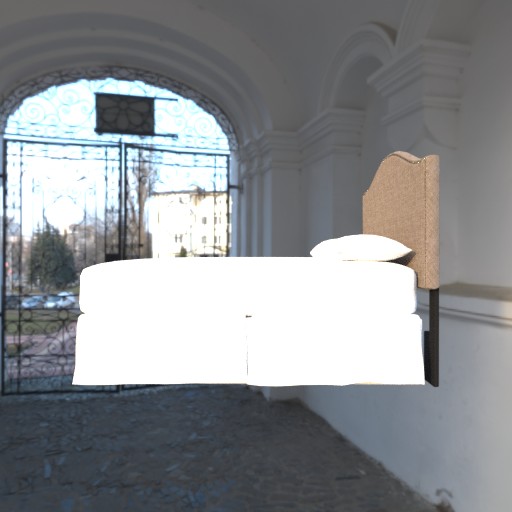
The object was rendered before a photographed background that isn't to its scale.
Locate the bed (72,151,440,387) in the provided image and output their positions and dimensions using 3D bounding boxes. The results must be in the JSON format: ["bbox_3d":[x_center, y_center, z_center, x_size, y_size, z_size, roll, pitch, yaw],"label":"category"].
[{"bbox_3d":[0.000,0.000,3.360,2.153,1.518,1.713,0,0,1],"label":"bed"}]
